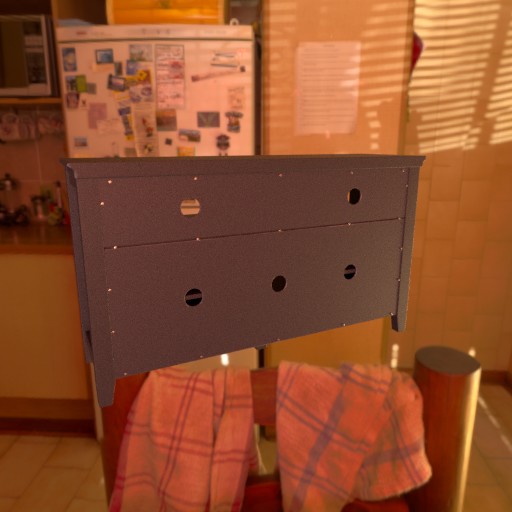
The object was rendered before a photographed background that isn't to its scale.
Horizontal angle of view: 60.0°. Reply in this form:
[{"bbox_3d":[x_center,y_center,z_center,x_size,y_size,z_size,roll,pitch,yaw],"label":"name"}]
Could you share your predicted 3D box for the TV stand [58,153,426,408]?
[{"bbox_3d":[0.000,0.000,1.561,1.198,0.681,0.347,-7,16,-26],"label":"TV stand"}]
